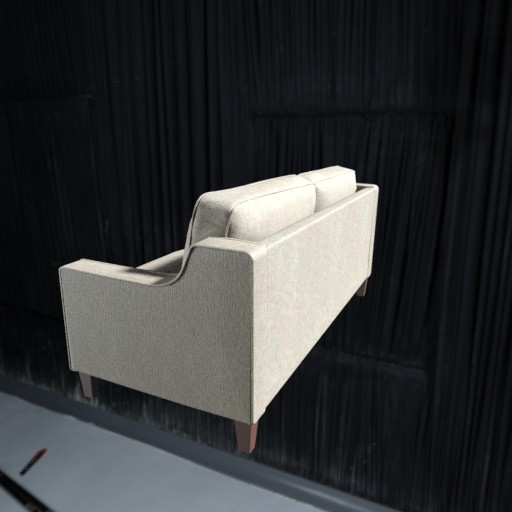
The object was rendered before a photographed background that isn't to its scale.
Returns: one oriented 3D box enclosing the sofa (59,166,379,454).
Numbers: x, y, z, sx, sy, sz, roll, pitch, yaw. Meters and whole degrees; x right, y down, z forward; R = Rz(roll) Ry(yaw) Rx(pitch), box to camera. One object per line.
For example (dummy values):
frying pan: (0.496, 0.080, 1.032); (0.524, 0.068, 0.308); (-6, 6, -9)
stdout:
sofa: (0.000, 0.000, 2.839); (1.073, 1.074, 2.181); (8, 18, 25)
